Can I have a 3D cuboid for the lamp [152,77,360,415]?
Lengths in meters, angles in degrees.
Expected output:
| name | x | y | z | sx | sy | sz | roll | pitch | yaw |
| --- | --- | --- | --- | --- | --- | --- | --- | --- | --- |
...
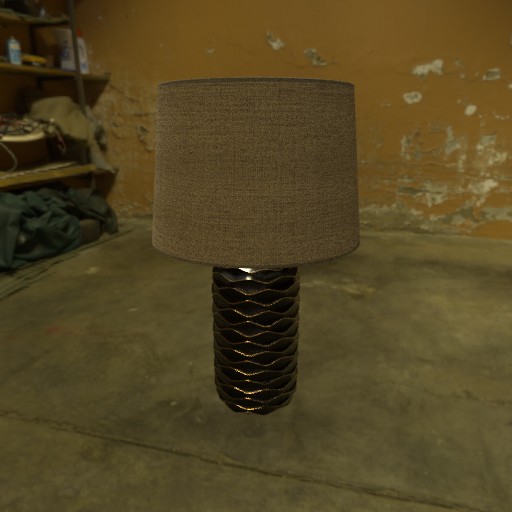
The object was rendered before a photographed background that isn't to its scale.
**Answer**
| name | x | y | z | sx | sy | sz | roll | pitch | yaw |
| --- | --- | --- | --- | --- | --- | --- | --- | --- | --- |
| lamp | 0.000 | 0.000 | 0.831 | 0.376 | 0.594 | 0.376 | 0 | 17 | 0 |
